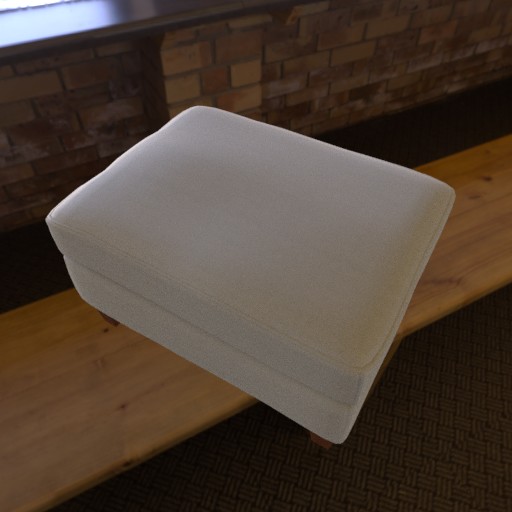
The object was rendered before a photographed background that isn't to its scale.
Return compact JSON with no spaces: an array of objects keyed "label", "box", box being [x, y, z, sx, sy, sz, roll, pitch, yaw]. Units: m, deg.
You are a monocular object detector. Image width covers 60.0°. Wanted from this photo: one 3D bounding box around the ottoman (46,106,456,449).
[{"label":"ottoman","box":[0.000,0.000,1.204,0.818,0.496,0.634,24,52,20]}]
